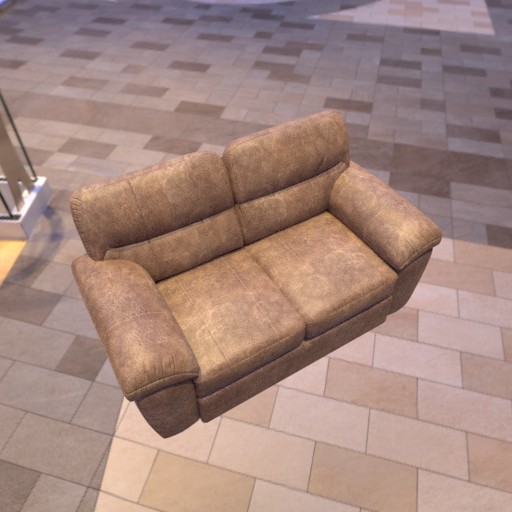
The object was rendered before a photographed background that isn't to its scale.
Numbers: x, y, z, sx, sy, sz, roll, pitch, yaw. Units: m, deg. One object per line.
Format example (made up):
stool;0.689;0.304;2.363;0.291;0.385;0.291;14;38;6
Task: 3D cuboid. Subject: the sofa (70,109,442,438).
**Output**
sofa;0.000;0.000;2.373;1.753;0.991;0.991;-23;50;-21
